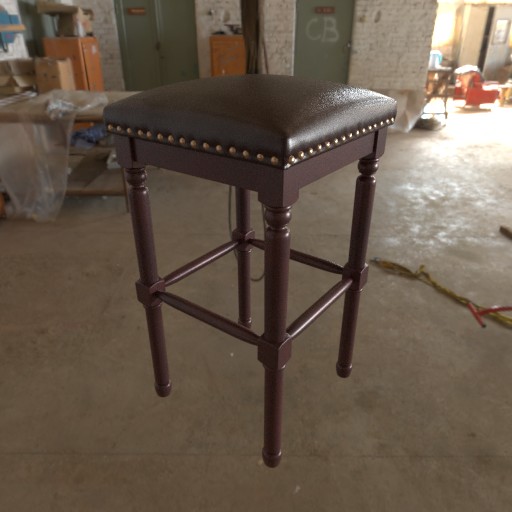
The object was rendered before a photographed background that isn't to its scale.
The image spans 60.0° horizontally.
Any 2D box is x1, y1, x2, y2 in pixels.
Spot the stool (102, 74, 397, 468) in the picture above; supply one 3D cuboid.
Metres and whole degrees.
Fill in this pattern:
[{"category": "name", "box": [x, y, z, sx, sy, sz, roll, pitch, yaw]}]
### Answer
[{"category": "stool", "box": [0.000, 0.000, 0.926, 0.382, 0.702, 0.383, 19, 33, 32]}]
